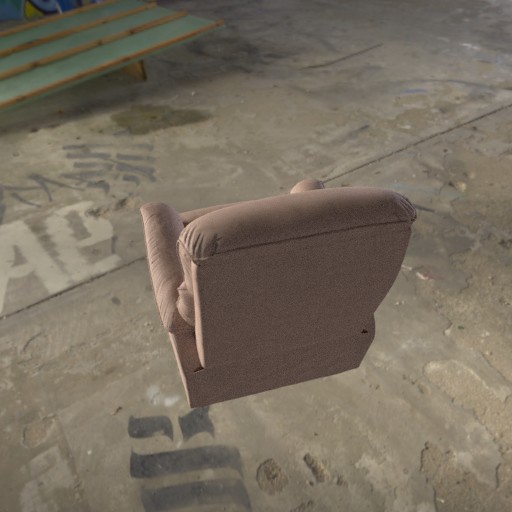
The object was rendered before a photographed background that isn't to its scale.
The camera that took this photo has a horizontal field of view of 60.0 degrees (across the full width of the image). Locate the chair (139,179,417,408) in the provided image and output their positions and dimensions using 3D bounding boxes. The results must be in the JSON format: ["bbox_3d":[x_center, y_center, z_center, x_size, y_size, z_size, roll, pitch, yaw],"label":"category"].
[{"bbox_3d":[0.000,0.000,1.718,0.820,1.037,1.004,-10,42,-12],"label":"chair"}]
